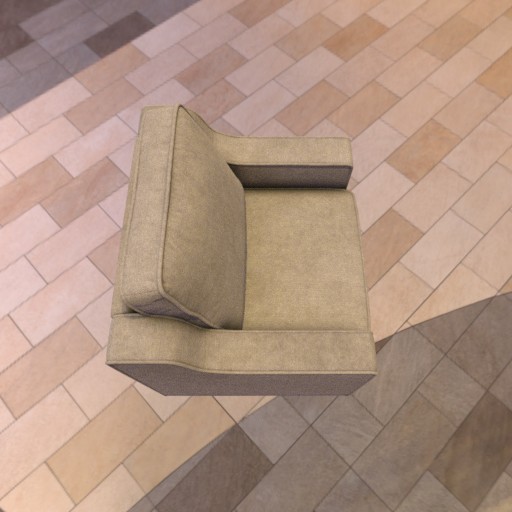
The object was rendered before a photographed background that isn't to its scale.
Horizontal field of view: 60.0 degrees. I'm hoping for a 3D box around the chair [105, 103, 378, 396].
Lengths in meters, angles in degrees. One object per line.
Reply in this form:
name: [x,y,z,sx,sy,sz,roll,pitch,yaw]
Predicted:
chair: [0.000,0.000,1.666,0.840,0.944,0.926,0,65,0]
